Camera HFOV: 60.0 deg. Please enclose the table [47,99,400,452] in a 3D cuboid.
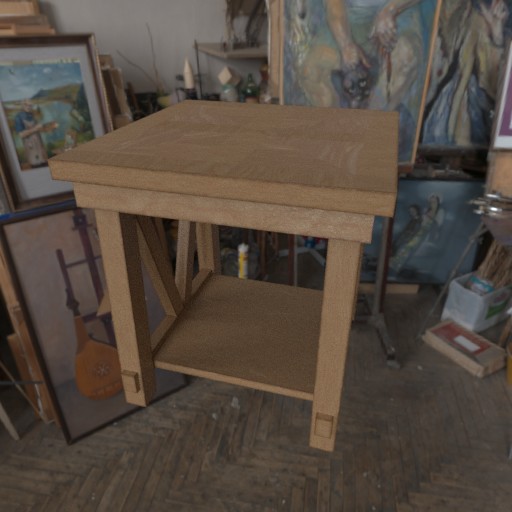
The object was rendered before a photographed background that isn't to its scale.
[{"bbox_3d":[0.000,0.000,1.140,0.610,0.638,0.612,8,30,14],"label":"table"}]
